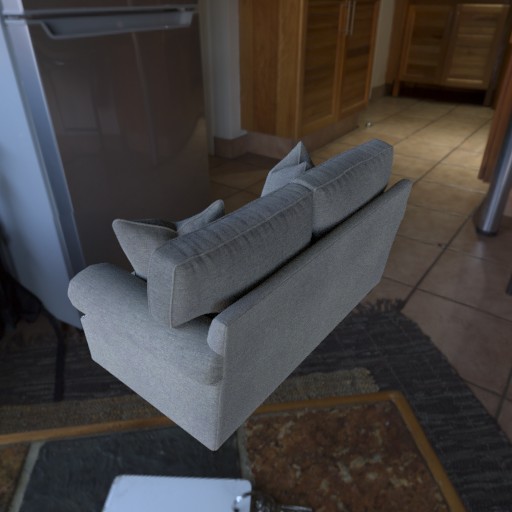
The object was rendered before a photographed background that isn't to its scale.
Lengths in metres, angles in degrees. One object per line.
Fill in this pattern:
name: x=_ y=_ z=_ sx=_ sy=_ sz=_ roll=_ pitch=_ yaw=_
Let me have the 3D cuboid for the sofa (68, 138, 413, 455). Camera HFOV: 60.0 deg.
sofa: x=0.000 y=0.000 z=2.297 sx=0.966 sy=0.966 sz=1.701 roll=23 pitch=38 yaw=32
